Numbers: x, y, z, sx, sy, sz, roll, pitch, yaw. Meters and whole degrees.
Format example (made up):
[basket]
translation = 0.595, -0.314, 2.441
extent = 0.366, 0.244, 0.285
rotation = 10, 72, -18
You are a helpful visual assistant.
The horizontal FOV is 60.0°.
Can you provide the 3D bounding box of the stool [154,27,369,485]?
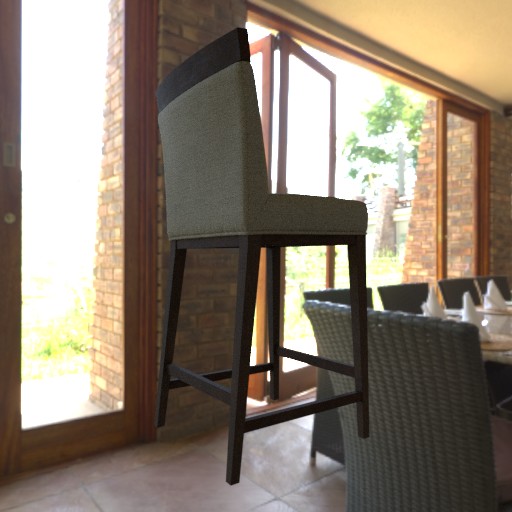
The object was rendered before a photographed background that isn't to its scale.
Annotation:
[stool]
translation = 0.000, 0.000, 1.413
extent = 0.531, 1.117, 0.511
rotation = 0, 0, -35
